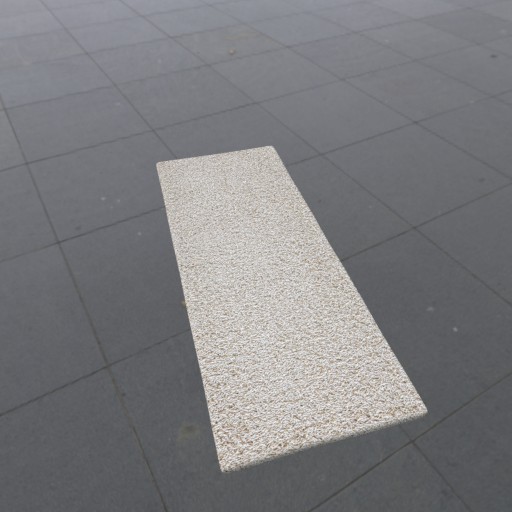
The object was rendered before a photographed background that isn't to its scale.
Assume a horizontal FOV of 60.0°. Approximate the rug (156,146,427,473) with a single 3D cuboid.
[{"bbox_3d":[0.000,0.000,1.740,0.609,0.030,1.524,-11,45,-11],"label":"rug"}]
